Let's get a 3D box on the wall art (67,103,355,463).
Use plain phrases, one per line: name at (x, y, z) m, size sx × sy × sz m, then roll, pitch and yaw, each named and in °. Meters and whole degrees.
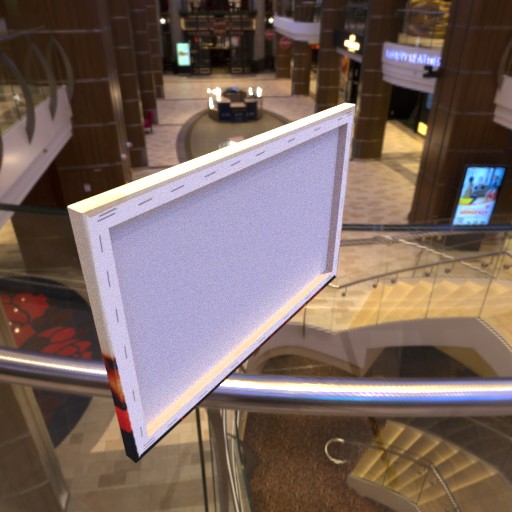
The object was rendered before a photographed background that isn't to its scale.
wall art at (0.000, 0.000, 1.135) m, size 0.038 × 0.602 × 0.918 m, roll 21°, pitch 37°, yaw 31°
